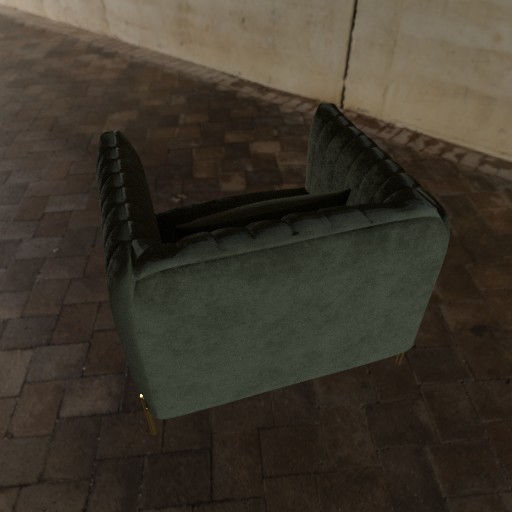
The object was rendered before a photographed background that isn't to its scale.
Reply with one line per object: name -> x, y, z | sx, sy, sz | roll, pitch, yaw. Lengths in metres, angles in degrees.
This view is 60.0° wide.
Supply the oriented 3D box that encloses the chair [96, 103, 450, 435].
chair -> 0.000, 0.000, 1.682 | 1.032, 0.794, 0.877 | -12, 42, -13
